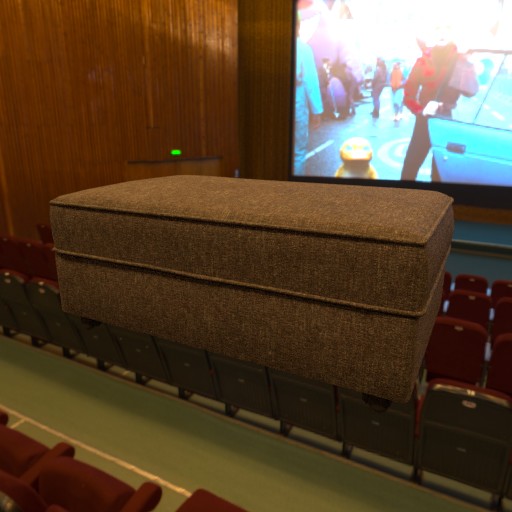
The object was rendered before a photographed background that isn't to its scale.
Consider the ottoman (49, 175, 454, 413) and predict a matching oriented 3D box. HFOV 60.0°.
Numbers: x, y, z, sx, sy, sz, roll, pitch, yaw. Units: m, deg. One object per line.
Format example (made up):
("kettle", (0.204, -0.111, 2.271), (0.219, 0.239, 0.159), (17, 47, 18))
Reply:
("ottoman", (0.000, 0.000, 1.515), (1.184, 0.487, 0.717), (8, 18, 27))
